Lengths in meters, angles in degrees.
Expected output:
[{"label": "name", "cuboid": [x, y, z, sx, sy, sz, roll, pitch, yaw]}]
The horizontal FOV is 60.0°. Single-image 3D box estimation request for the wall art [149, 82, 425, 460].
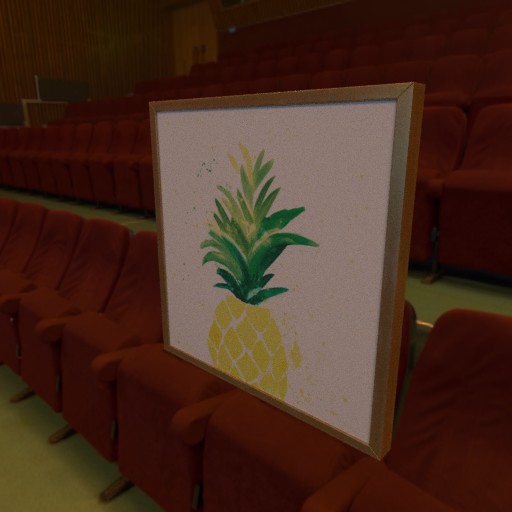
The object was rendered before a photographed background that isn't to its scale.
[{"label": "wall art", "cuboid": [0.000, 0.000, 0.745, 0.510, 0.509, 0.033, 14, 21, 40]}]
